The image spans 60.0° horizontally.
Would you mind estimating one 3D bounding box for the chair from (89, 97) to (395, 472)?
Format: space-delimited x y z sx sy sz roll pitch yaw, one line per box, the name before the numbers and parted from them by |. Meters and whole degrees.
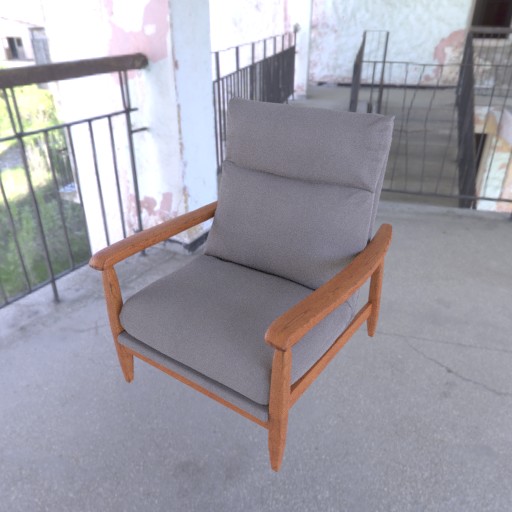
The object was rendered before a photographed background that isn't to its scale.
chair | 0.000 0.000 1.528 0.782 0.922 0.816 18 33 30
